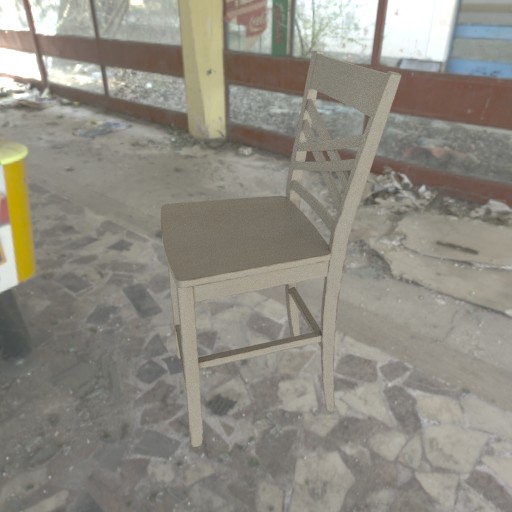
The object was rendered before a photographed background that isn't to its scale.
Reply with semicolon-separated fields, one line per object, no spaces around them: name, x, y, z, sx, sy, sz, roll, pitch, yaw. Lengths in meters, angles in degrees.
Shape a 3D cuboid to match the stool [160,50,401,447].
stool;0.000;0.000;1.340;0.539;1.079;0.462;-8;31;-13
